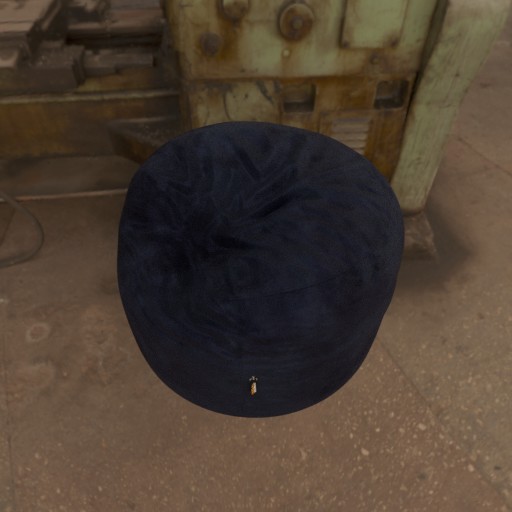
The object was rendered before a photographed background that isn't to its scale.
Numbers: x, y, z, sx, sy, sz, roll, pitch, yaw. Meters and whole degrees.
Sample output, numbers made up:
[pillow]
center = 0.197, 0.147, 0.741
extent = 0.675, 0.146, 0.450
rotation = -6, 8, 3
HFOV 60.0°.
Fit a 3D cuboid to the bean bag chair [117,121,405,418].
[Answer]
[bean bag chair]
center = 0.000, 0.000, 1.493
extent = 0.918, 0.616, 0.918
rotation = 0, 46, 0
